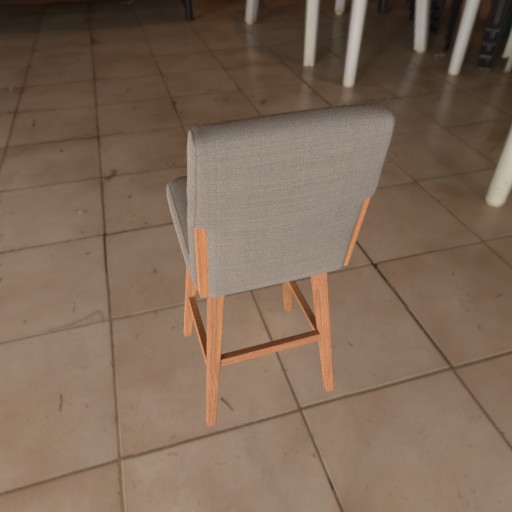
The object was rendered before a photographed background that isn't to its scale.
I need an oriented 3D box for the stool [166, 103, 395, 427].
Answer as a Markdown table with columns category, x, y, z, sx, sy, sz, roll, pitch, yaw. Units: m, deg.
| category | x | y | z | sx | sy | sz | roll | pitch | yaw |
| --- | --- | --- | --- | --- | --- | --- | --- | --- | --- |
| stool | 0.000 | 0.000 | 1.384 | 0.483 | 1.112 | 0.570 | -12 | 42 | -14 |
